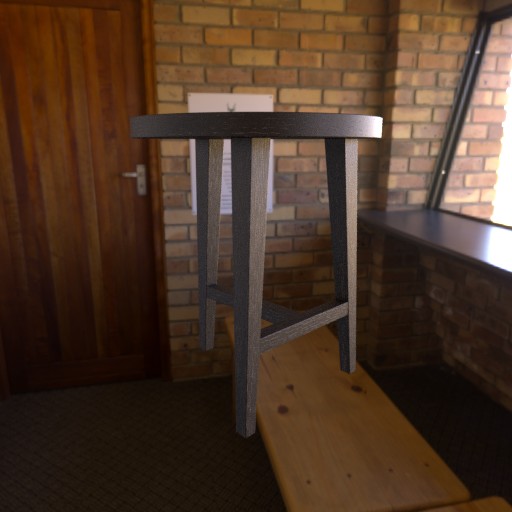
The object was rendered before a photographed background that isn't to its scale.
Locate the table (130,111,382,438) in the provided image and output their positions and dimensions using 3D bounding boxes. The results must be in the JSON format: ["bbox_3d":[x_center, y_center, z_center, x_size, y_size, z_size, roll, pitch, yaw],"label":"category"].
[{"bbox_3d":[0.000,0.000,0.782,0.399,0.460,0.399,0,14,0],"label":"table"}]
